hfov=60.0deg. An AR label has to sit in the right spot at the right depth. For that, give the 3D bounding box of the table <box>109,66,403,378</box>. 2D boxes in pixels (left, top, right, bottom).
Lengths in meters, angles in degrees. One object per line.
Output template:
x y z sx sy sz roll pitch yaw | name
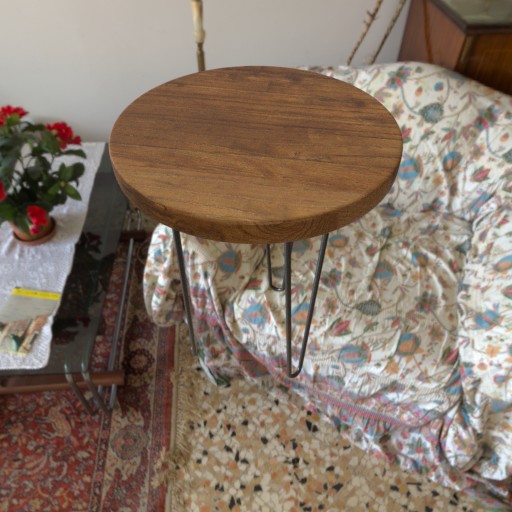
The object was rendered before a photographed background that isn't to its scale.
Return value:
0.000 0.000 0.802 0.400 0.520 0.400 0 46 0 | table
